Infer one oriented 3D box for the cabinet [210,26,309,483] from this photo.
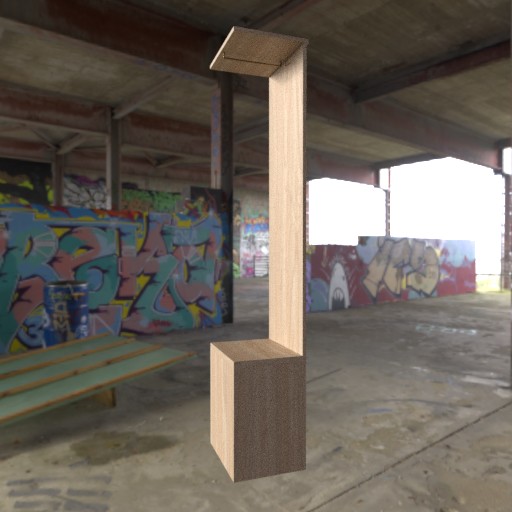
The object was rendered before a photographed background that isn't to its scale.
[{"bbox_3d":[0.000,0.000,2.065,0.338,1.879,0.411,0,1,-19],"label":"cabinet"}]
